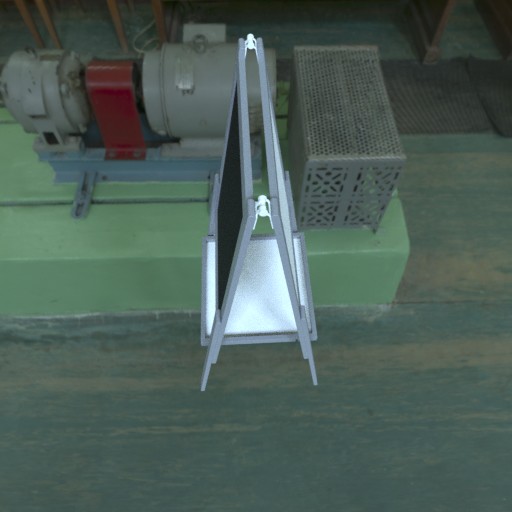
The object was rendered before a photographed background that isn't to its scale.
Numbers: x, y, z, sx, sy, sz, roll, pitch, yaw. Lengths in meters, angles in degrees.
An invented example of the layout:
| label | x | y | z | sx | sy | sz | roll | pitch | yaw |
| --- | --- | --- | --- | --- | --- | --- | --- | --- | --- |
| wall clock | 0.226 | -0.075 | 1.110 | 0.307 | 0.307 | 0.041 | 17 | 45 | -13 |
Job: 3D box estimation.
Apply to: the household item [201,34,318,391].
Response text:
| label | x | y | z | sx | sy | sz | roll | pitch | yaw |
| --- | --- | --- | --- | --- | --- | --- | --- | --- | --- |
| household item | 0.000 | 0.000 | 1.420 | 0.469 | 1.172 | 0.531 | -3 | 59 | -2 |
